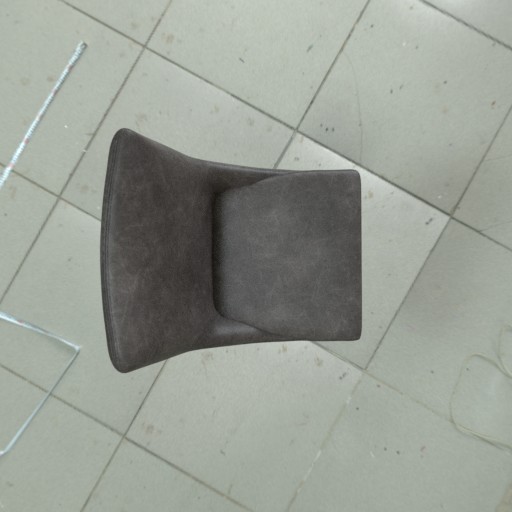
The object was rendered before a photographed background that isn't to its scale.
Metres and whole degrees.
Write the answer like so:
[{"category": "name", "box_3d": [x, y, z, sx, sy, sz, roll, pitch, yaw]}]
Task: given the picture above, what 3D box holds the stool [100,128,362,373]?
[{"category": "stool", "box_3d": [0.000, 0.000, 1.357, 0.587, 1.046, 0.492, 0, 89, 1]}]
